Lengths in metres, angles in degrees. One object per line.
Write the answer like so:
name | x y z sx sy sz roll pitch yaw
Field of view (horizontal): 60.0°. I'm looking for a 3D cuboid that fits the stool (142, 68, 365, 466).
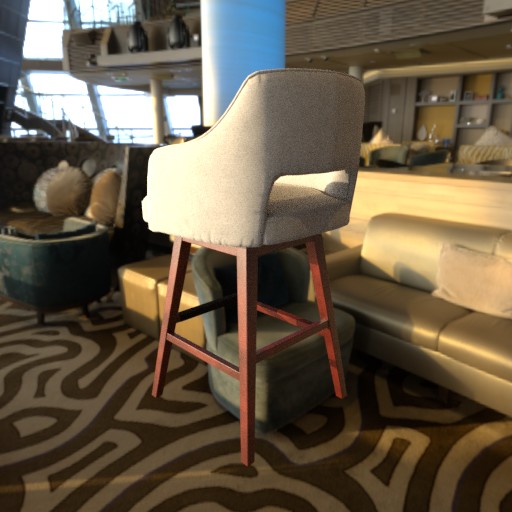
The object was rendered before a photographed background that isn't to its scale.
stool | 0.000 0.000 1.362 0.548 1.012 0.558 -15 22 -43
